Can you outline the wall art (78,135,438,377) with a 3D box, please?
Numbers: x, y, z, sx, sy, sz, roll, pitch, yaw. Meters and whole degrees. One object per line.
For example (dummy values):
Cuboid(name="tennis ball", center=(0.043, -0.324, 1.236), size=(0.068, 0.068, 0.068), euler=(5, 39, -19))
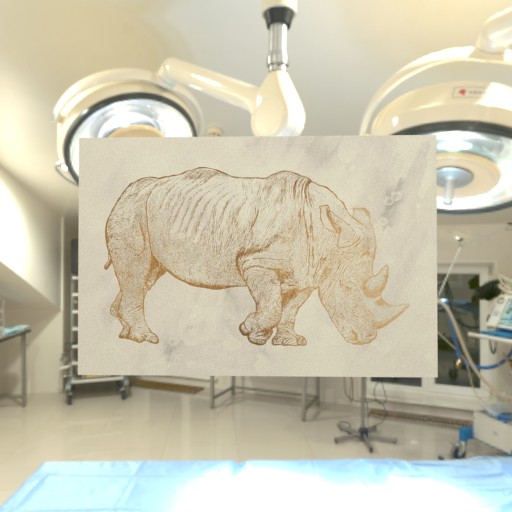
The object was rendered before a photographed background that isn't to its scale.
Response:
Cuboid(name="wall art", center=(0.000, 0.000, 0.771), size=(0.609, 0.407, 0.038), euler=(0, -1, 2))
